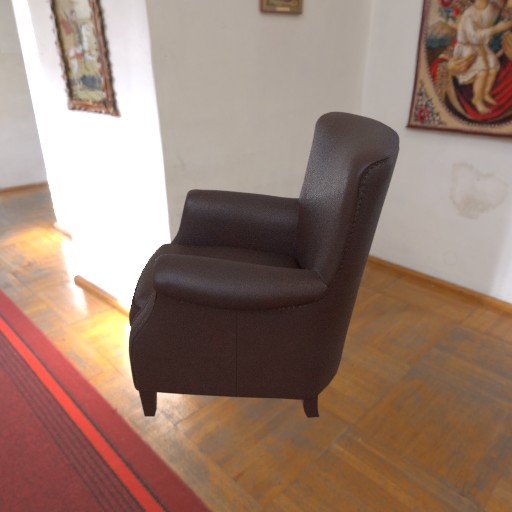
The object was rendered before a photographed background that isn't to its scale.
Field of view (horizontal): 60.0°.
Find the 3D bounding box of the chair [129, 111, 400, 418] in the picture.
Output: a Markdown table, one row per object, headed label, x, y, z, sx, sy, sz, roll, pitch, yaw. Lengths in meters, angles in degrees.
| label | x | y | z | sx | sy | sz | roll | pitch | yaw |
| --- | --- | --- | --- | --- | --- | --- | --- | --- | --- |
| chair | 0.000 | 0.000 | 1.374 | 0.746 | 0.800 | 0.700 | 0 | 26 | 0 |
